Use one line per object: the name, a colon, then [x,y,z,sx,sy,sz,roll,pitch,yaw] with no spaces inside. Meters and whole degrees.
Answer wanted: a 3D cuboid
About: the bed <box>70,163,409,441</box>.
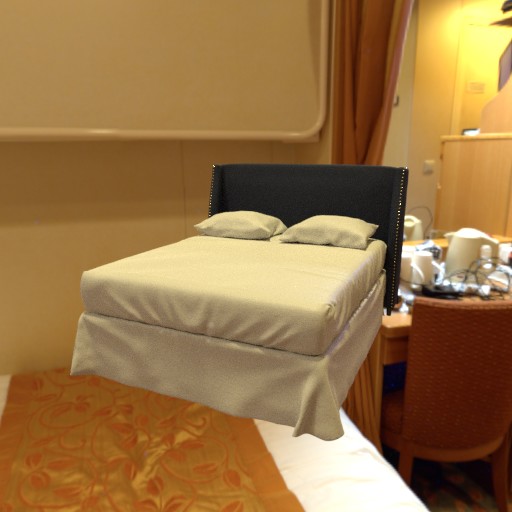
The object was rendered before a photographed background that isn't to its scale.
bed: [0.000,0.000,3.419,1.925,1.332,2.276,6,15,24]
